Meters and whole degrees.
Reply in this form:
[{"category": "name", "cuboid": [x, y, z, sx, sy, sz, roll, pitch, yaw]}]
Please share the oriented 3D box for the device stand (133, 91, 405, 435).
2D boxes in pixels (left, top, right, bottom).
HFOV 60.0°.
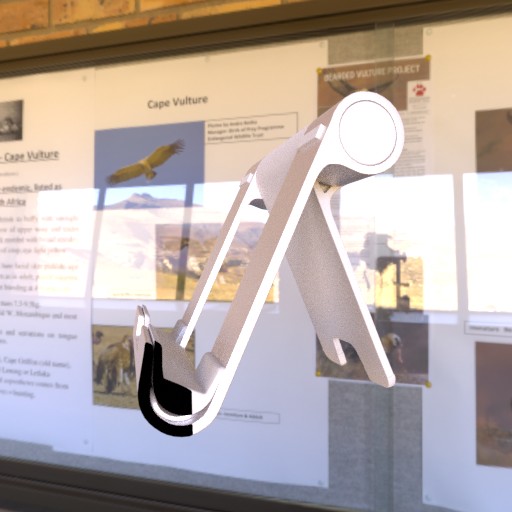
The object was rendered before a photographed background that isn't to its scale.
[{"category": "device stand", "cuboid": [0.000, 0.000, 0.149, 0.079, 0.084, 0.086, 0, 0, -16]}]
